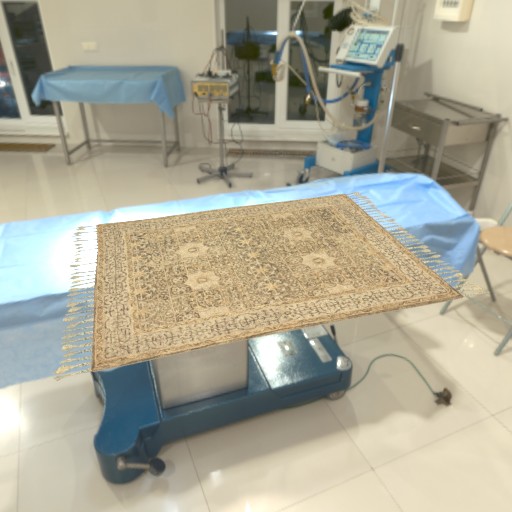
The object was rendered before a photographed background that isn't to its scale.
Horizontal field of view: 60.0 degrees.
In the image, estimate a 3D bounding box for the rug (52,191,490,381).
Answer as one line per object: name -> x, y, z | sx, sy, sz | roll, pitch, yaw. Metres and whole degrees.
rug -> 0.000, 0.000, 3.019 | 2.465, 0.023, 1.619 | -9, 32, -14
